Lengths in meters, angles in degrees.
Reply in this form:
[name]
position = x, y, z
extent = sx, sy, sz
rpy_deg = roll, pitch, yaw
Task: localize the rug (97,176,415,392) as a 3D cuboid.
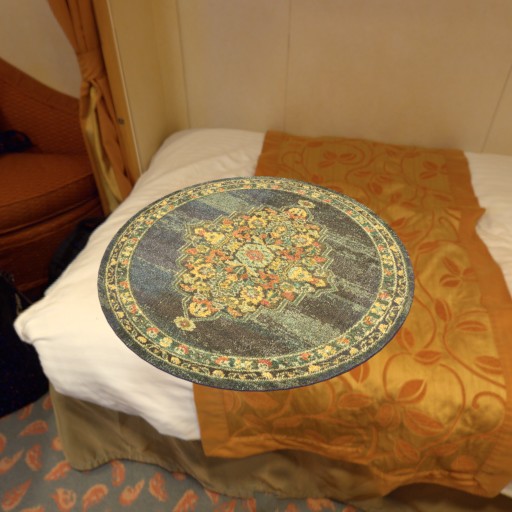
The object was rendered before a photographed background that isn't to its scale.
[rug]
position = 0.000, 0.000, 3.452
extent = 2.386, 0.014, 2.386
rpy_deg = 0, 41, 0
